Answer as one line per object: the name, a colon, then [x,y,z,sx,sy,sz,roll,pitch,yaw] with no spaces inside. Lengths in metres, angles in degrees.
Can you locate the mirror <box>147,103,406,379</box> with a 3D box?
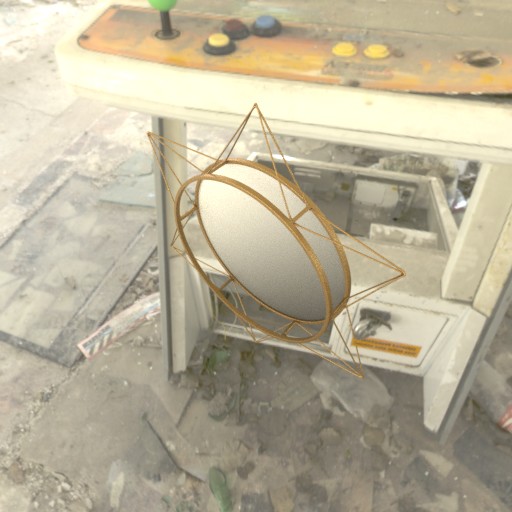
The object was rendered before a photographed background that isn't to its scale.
mirror: [0.000,0.000,0.777,0.498,0.581,0.062,32,56,25]
